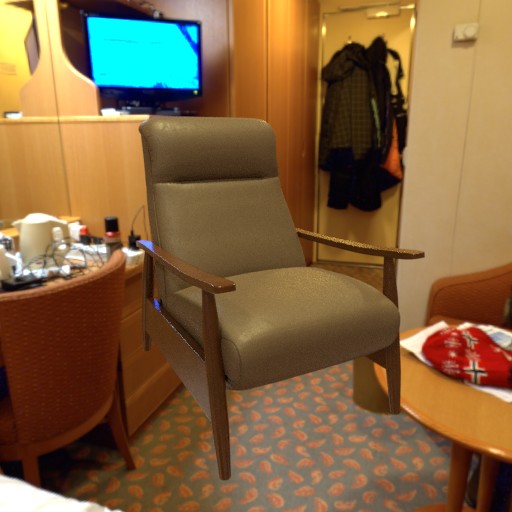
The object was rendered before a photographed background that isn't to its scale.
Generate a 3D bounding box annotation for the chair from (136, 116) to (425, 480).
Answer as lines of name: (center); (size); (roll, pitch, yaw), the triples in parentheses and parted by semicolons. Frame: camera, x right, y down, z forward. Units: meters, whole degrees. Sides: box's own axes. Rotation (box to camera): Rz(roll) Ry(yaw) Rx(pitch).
chair: (0.000, 0.000, 1.765); (0.762, 1.082, 1.014); (-8, 17, -27)
